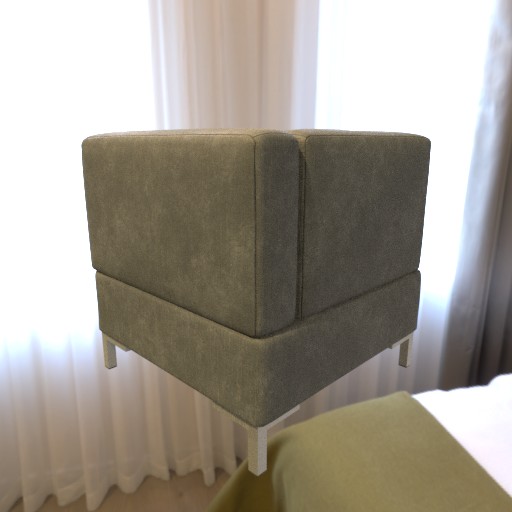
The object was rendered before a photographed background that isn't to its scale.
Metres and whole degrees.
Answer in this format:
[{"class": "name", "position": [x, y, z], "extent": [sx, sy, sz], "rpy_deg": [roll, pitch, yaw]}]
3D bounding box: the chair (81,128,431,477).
[{"class": "chair", "position": [0.000, 0.000, 1.221], "extent": [0.680, 0.660, 0.680], "rpy_deg": [14, 20, 43]}]
